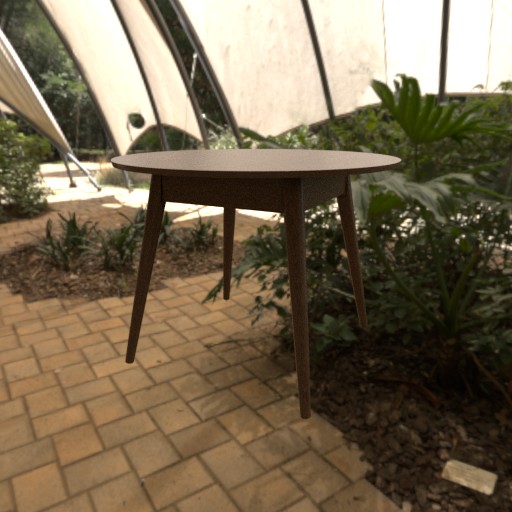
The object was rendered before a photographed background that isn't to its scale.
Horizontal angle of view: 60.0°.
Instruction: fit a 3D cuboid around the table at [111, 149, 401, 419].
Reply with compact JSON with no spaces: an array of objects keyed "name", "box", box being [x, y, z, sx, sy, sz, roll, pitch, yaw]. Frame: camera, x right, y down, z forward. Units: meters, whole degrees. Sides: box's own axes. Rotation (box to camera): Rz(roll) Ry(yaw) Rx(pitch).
[{"name":"table","box":[0.000,0.000,1.794,1.053,0.786,1.053,0,17,0]}]
